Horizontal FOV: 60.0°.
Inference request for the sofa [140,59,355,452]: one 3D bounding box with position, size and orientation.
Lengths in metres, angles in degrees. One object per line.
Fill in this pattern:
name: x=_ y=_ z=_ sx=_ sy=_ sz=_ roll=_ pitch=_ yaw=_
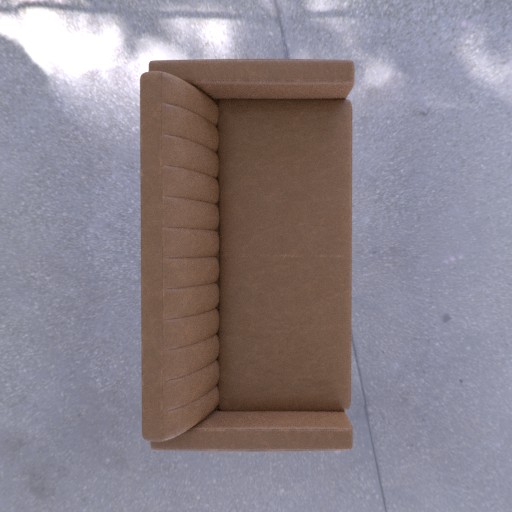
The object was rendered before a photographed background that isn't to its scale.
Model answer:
sofa: x=0.000 y=0.000 z=2.297 sx=0.993 sy=0.821 sz=1.847 roll=0 pitch=91 yaw=0
